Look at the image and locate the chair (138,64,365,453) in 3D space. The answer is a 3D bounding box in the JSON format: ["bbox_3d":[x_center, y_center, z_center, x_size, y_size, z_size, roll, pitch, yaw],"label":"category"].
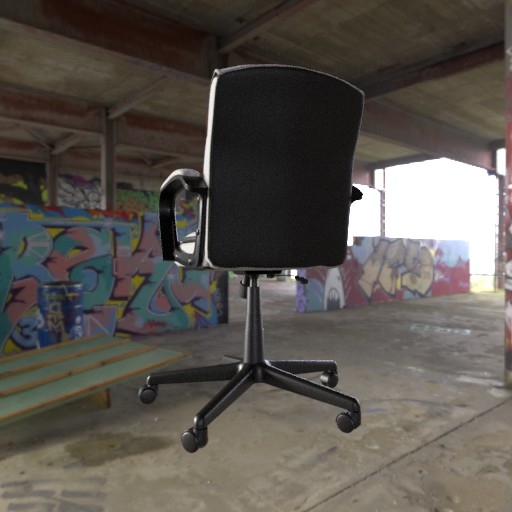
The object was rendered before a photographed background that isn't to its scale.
[{"bbox_3d":[0.000,0.000,1.483,0.739,1.004,0.717,0,1,-20],"label":"chair"}]
